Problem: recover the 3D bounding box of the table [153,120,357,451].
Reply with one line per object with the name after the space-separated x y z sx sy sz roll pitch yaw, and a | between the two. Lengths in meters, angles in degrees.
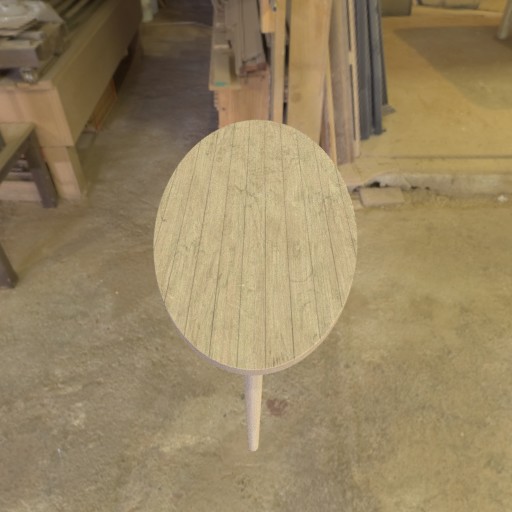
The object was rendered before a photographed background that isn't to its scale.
0.000 0.000 1.375 0.542 0.390 1.083 1 42 1 | table
